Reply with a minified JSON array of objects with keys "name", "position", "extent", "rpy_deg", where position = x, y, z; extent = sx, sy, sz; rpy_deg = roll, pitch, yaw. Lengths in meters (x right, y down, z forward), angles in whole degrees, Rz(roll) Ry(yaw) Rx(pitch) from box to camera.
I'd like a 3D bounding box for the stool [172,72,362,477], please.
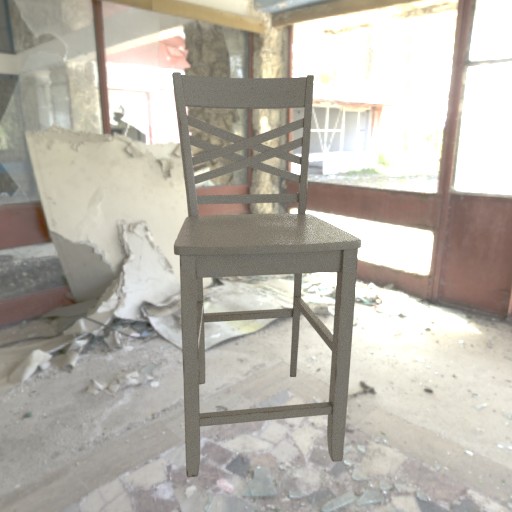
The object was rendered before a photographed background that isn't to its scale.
[{"name":"stool","position":[0.000,0.000,1.328],"extent":[0.462,1.079,0.539],"rpy_deg":[-2,15,-8]}]
